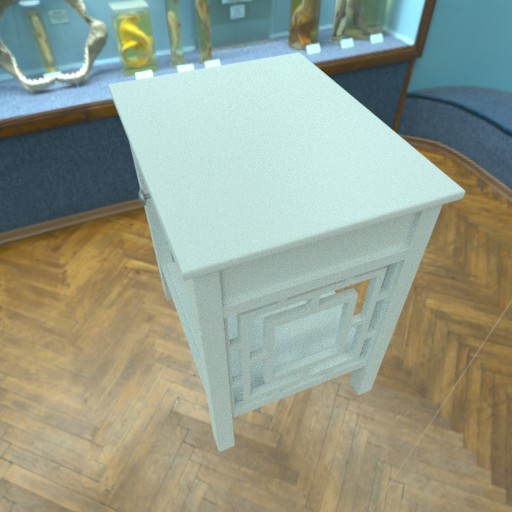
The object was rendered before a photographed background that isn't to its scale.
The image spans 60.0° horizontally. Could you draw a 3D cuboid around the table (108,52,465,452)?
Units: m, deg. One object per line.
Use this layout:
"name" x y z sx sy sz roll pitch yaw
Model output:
"table" 0.000 0.000 1.018 0.451 0.646 0.564 -16 48 -15
